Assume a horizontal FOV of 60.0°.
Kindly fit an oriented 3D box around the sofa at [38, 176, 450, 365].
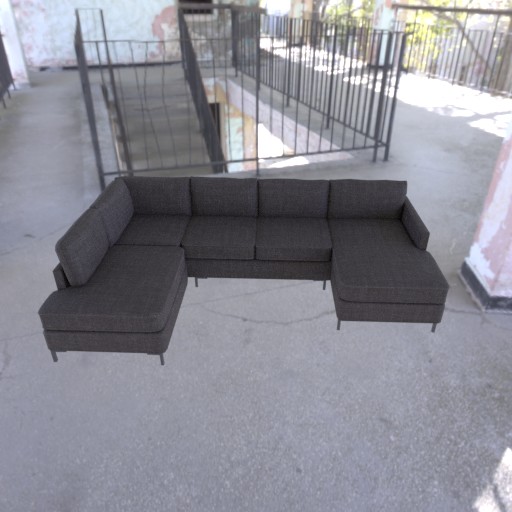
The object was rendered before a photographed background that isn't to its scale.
[{"bbox_3d":[0.000,0.000,4.337,3.423,0.999,2.048,1,31,2],"label":"sofa"}]
